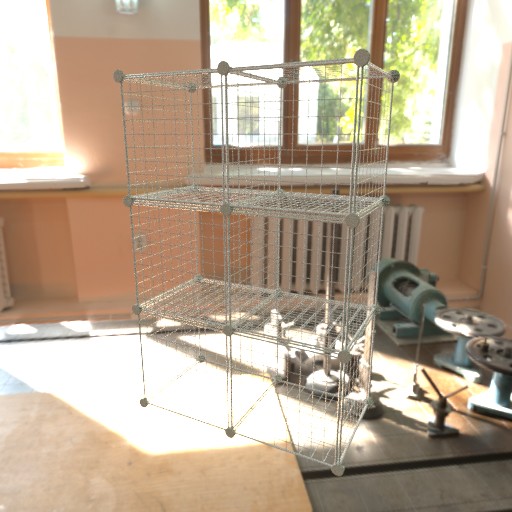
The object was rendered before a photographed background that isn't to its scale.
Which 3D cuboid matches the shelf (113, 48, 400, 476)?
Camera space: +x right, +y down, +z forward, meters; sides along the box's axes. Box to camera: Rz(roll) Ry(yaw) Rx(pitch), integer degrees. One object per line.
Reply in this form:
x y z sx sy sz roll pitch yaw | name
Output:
0.000 0.000 1.365 0.711 1.067 0.356 8 17 26 | shelf
